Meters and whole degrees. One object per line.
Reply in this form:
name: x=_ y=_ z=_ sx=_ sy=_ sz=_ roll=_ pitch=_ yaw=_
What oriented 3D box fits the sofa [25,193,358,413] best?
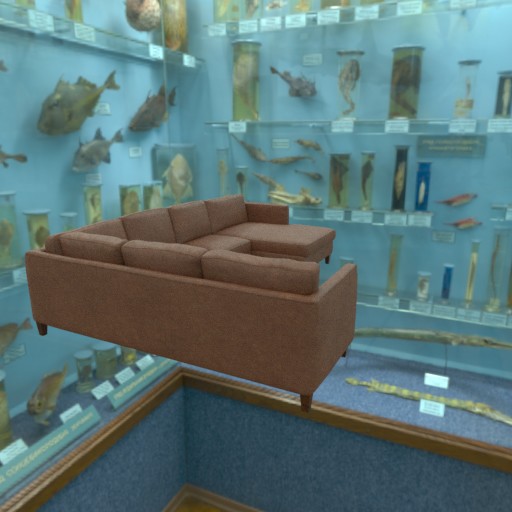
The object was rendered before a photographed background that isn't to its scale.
sofa: x=0.000 y=0.000 z=4.615 sx=2.593 sy=0.923 sz=3.460 roll=7 pitch=17 yaw=26
